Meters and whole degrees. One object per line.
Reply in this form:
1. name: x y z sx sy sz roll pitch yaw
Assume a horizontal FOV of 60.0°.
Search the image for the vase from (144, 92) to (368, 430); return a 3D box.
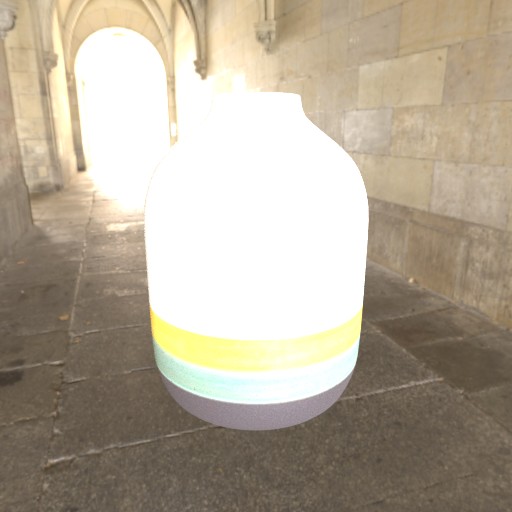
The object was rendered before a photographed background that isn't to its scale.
1. vase: 0.000 0.000 0.352 0.169 0.240 0.169 0 16 0
